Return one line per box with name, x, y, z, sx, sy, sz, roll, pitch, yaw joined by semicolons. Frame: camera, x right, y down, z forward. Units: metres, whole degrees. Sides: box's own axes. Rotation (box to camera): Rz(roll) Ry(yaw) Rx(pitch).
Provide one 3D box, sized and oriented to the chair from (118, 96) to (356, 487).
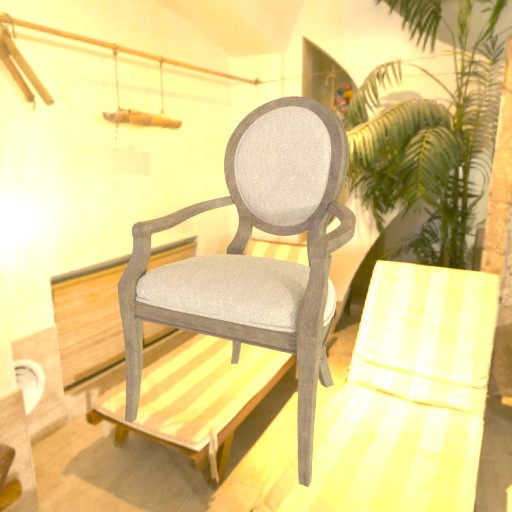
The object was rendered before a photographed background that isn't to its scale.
chair;0.000;0.000;1.383;0.611;0.991;0.602;7;16;26
